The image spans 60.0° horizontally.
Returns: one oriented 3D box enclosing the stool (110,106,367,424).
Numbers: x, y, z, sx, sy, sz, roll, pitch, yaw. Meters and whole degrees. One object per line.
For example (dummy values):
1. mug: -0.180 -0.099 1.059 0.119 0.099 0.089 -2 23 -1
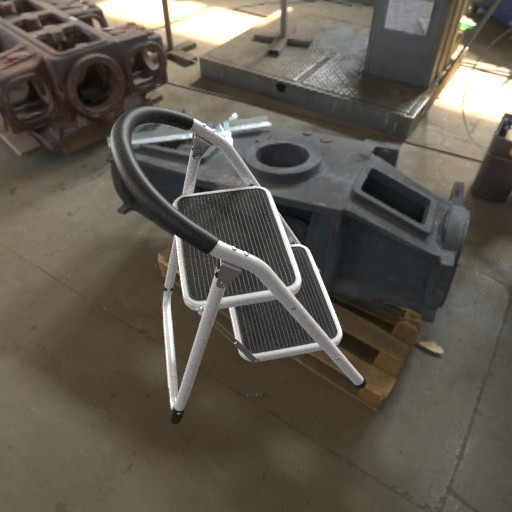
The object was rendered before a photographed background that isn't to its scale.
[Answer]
1. stool: 0.000 0.000 1.107 0.559 0.760 0.453 -8 47 -8
